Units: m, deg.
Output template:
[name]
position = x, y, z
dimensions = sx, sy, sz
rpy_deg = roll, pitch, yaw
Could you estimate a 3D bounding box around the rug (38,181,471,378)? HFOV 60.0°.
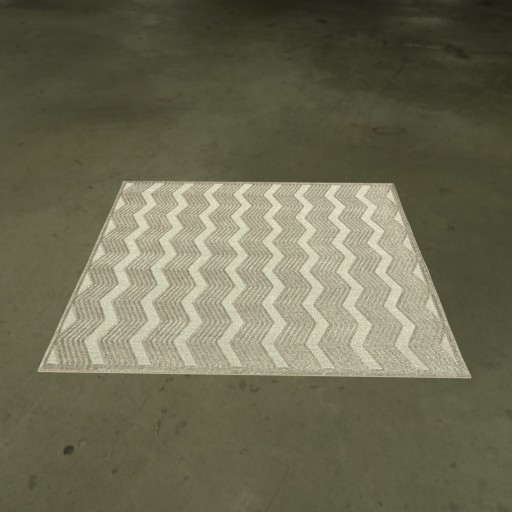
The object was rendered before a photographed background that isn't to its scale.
[rug]
position = 0.000, 0.000, 3.835
dimensions = 2.880, 0.005, 2.391
rpy_deg = 1, 41, 1
